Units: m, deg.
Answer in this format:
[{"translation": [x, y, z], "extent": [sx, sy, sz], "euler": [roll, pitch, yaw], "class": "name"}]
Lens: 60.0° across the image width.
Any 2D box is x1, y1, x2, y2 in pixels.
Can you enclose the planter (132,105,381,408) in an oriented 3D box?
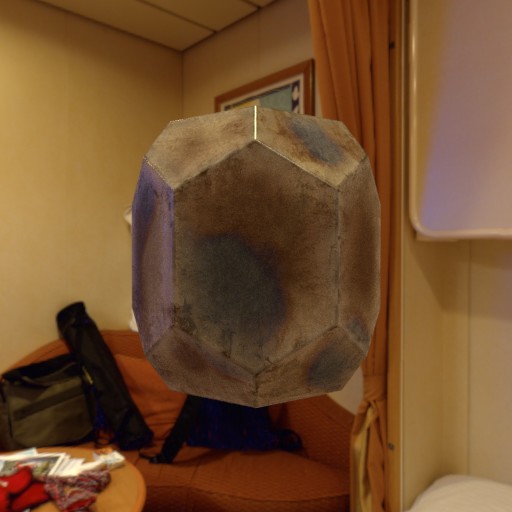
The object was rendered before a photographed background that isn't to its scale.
[{"translation": [0.000, 0.000, 0.434], "extent": [0.243, 0.238, 0.221], "euler": [0, 1, 0], "class": "planter"}]
